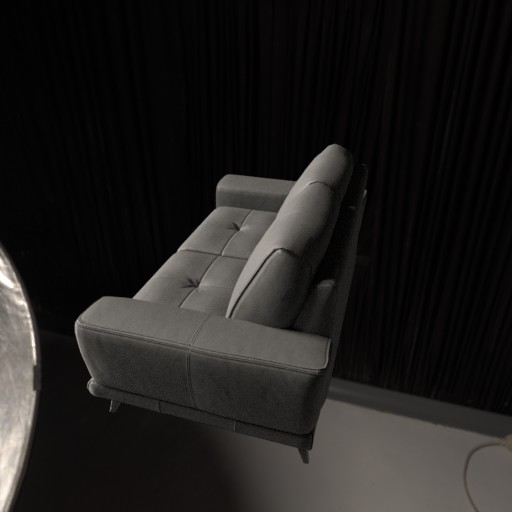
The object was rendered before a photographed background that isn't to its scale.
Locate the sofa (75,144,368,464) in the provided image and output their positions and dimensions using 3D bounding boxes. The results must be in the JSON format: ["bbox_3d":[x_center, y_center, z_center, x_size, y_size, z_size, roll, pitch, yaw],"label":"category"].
[{"bbox_3d":[0.000,0.000,2.379,1.018,0.907,1.806,9,31,14],"label":"sofa"}]
